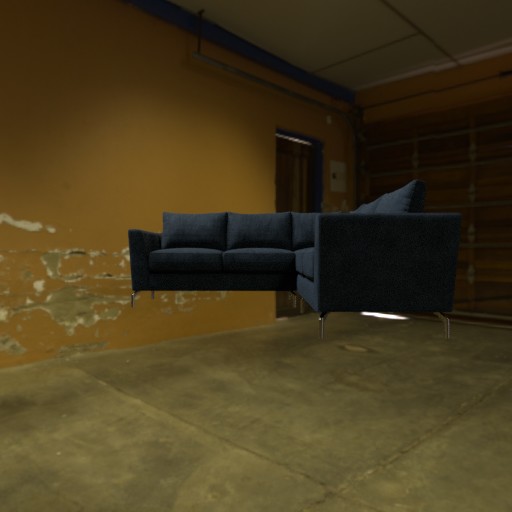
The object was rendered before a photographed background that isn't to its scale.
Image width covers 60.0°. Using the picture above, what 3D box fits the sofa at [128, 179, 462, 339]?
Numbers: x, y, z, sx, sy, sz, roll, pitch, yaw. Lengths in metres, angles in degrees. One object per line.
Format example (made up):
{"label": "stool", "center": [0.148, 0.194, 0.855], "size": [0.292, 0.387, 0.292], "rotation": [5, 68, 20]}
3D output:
{"label": "sofa", "center": [0.000, 0.000, 3.853], "size": [2.472, 0.988, 2.463], "rotation": [0, 0, 1]}
